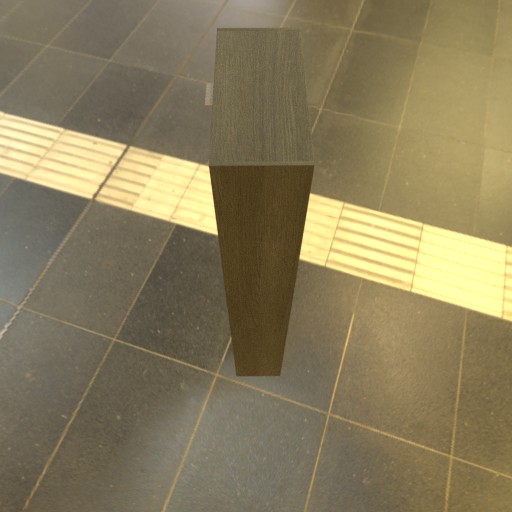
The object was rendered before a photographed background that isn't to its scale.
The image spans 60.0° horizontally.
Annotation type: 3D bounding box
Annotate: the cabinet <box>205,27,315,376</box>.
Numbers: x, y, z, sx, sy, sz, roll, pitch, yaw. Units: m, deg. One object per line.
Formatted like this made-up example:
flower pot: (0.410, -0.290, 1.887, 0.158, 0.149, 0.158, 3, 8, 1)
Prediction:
cabinet: (0.000, 0.000, 1.814, 0.255, 1.630, 0.520, 0, 59, 0)
